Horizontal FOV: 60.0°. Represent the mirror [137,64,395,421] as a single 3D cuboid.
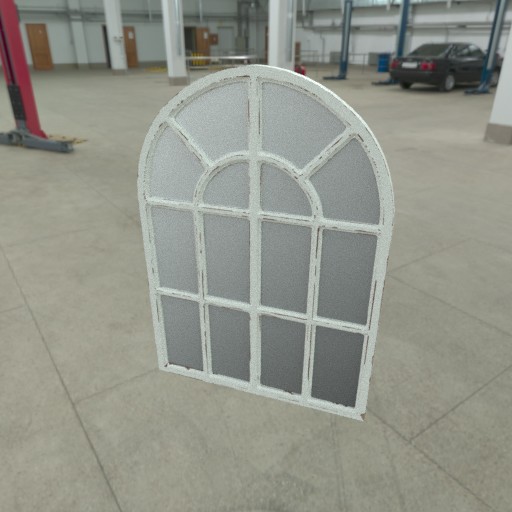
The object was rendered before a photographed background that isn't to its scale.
[{"bbox_3d":[0.000,0.000,1.160,0.660,0.920,0.032,9,27,17],"label":"mirror"}]
